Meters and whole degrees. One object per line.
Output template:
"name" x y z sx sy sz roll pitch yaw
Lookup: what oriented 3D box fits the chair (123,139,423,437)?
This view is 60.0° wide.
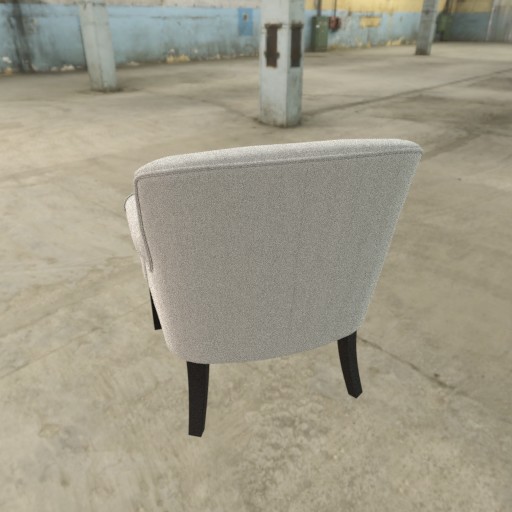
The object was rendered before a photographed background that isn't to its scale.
"chair" 0.000 0.000 1.448 0.781 0.875 0.750 -8 28 -15
